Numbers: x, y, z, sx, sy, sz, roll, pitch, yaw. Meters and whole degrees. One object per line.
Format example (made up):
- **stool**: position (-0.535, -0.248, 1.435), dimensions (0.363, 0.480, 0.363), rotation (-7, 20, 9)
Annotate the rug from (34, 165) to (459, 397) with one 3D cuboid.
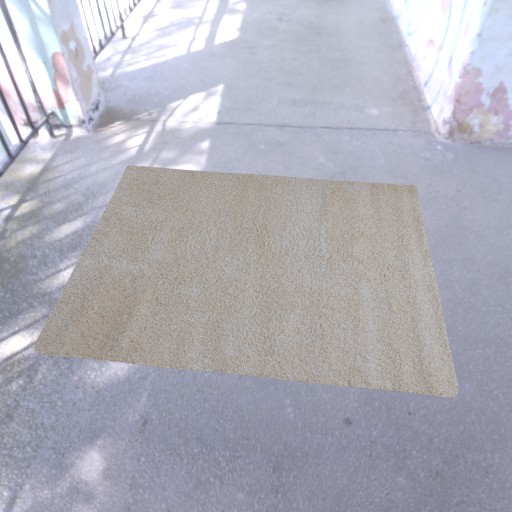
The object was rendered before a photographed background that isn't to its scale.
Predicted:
- **rug**: position (0.000, 0.000, 2.044), dimensions (1.600, 0.025, 1.199), rotation (5, 48, 4)
